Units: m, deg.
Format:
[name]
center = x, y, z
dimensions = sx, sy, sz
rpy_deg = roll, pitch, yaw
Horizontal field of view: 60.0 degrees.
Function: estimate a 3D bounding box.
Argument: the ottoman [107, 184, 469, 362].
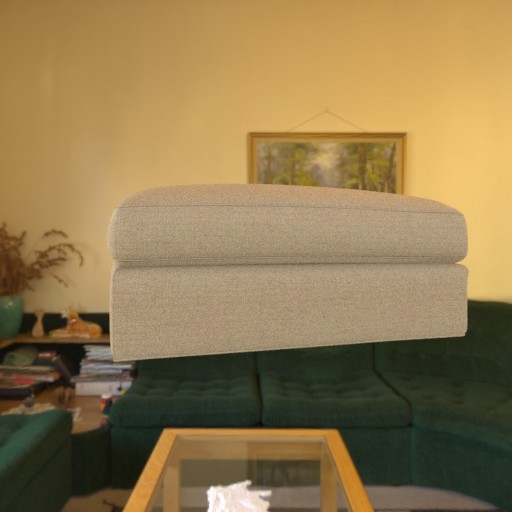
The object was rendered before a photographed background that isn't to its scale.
[ottoman]
center = 0.000, 0.000, 1.654
dimensions = 1.041, 0.470, 1.041
rpy_deg = 0, 1, -18
